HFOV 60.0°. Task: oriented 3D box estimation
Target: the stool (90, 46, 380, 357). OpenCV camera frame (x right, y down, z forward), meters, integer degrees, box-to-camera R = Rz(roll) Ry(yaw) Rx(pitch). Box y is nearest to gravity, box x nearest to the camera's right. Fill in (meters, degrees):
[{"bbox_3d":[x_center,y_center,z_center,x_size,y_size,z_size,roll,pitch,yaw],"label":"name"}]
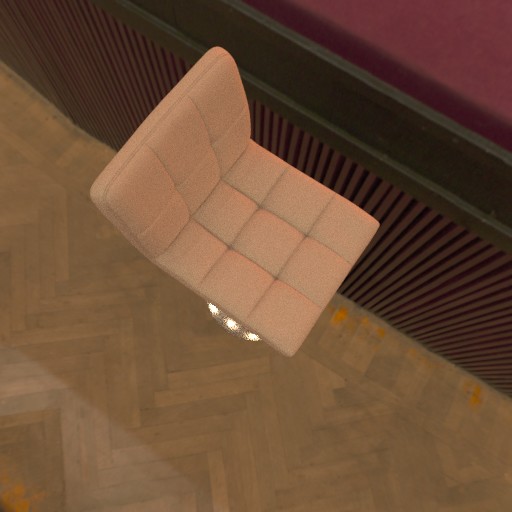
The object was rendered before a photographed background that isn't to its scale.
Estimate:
[{"bbox_3d":[0.000,0.000,1.353,0.505,1.115,0.430,34,77,9],"label":"stool"}]
